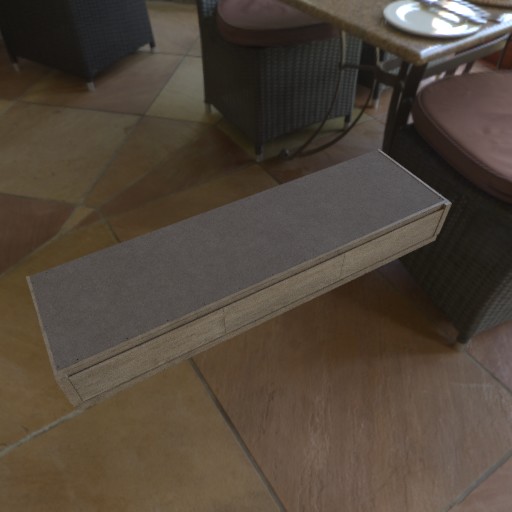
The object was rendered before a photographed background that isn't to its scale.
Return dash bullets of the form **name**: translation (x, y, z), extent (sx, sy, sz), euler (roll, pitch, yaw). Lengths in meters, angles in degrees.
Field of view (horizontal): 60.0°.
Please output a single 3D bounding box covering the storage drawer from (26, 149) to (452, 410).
- **storage drawer**: translation (0.000, 0.000, 2.290), extent (2.072, 0.274, 0.591), euler (-23, 51, -20)
